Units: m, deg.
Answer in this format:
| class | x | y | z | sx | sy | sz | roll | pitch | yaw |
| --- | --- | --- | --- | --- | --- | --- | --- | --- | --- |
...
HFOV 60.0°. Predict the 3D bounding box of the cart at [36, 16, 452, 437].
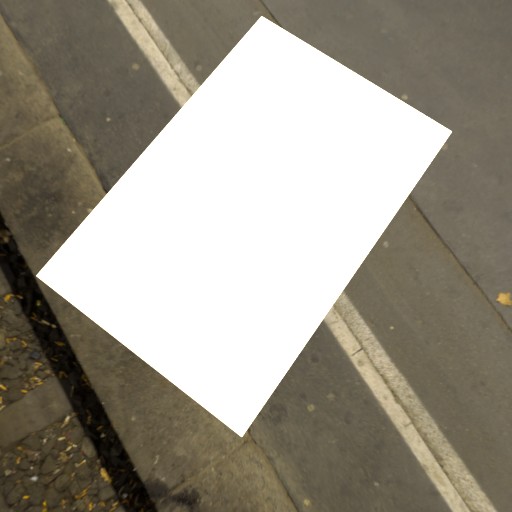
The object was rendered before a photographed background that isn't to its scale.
| class | x | y | z | sx | sy | sz | roll | pitch | yaw |
| --- | --- | --- | --- | --- | --- | --- | --- | --- | --- |
| cart | 0.000 | 0.000 | 1.220 | 0.442 | 0.864 | 0.683 | 35 | 78 | 8 |
